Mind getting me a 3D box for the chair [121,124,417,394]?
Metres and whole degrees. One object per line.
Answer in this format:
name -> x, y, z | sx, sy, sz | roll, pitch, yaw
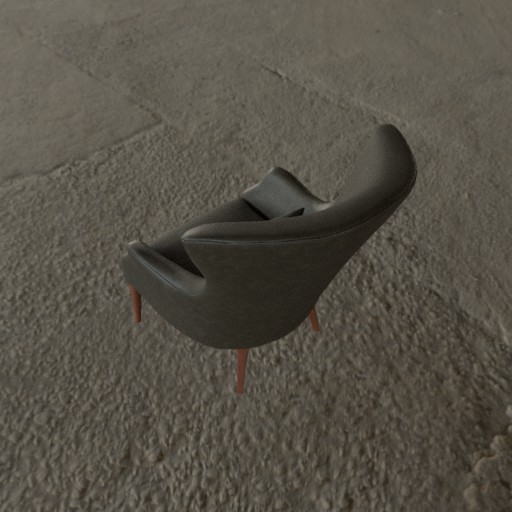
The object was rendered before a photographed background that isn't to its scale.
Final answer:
chair -> 0.000, 0.000, 1.697 | 0.819, 1.068, 0.954 | -32, 54, -28
